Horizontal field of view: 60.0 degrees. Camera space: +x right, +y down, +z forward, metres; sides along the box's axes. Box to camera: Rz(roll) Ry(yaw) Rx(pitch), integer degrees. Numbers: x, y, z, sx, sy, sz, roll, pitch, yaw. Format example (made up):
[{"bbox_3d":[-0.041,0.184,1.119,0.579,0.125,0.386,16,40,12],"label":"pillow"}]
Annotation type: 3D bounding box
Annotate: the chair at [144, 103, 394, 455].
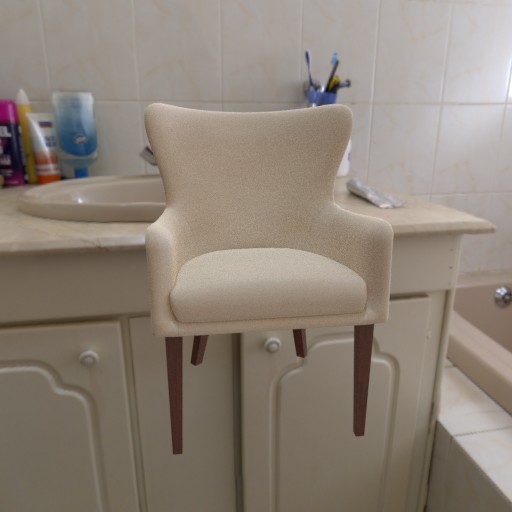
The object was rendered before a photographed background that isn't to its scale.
[{"bbox_3d":[0.000,0.000,1.505,0.696,0.990,0.744,-2,17,-8],"label":"chair"}]
